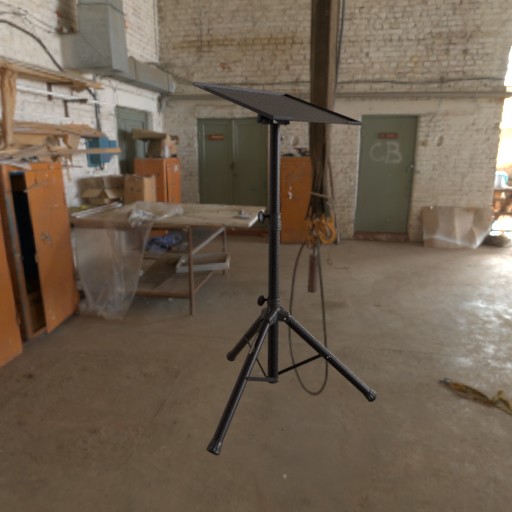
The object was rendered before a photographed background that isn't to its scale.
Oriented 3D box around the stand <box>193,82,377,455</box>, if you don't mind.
[{"bbox_3d":[0.000,0.000,1.640,0.702,1.198,0.702,-13,19,-43],"label":"stand"}]
